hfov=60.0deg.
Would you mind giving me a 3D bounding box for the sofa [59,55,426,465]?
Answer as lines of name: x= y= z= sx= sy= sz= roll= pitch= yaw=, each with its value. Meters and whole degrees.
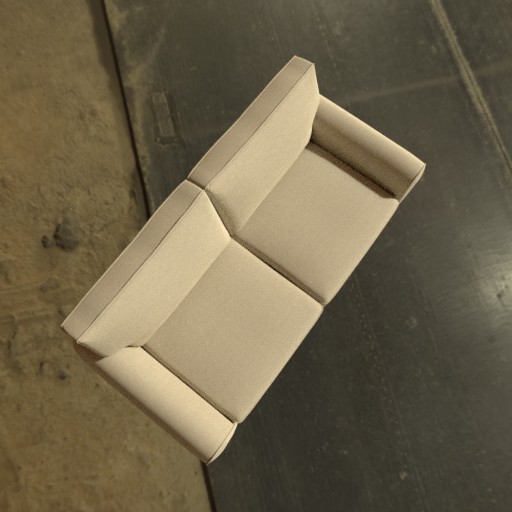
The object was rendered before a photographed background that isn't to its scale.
sofa: x=0.000 y=0.000 z=2.221 sx=0.861 sy=0.933 sz=1.774 roll=36 pitch=78 yaw=9
